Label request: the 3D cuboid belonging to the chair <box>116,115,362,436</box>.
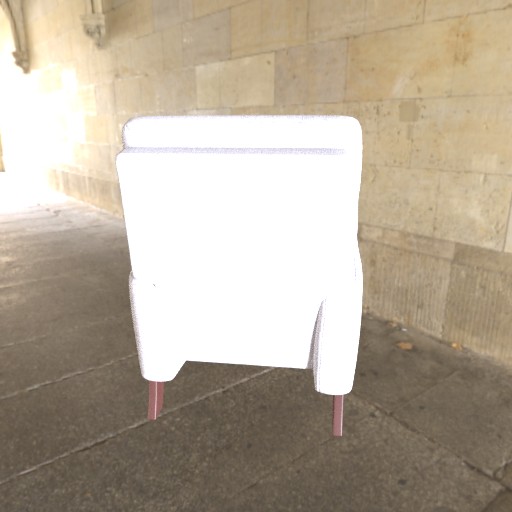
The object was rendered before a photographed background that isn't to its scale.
[{"bbox_3d":[0.000,0.000,1.666,0.762,0.990,0.990,2,16,7],"label":"chair"}]
